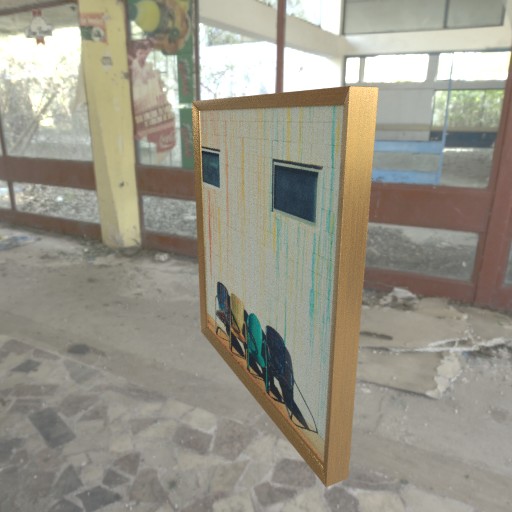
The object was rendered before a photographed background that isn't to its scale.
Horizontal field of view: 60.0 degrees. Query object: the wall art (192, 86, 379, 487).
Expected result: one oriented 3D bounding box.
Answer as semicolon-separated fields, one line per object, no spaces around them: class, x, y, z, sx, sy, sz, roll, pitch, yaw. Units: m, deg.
wall art;0.000;0.000;0.744;0.037;0.505;0.505;-8;19;-25
